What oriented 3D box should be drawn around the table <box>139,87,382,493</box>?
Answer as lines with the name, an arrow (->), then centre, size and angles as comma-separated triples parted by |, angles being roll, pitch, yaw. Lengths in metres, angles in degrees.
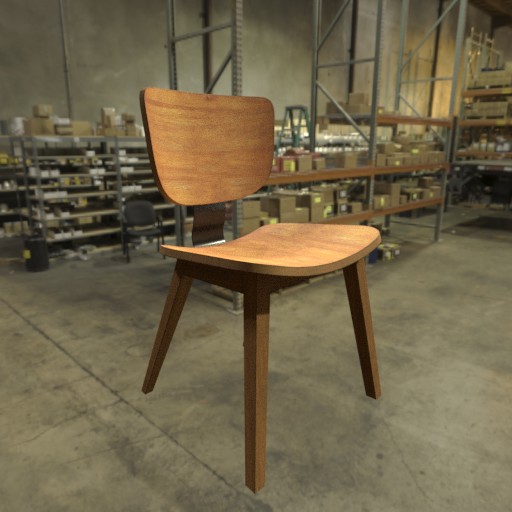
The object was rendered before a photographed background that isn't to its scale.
table -> 0.000, 0.000, 1.127 | 0.500, 0.805, 0.499 | 14, 20, 43
